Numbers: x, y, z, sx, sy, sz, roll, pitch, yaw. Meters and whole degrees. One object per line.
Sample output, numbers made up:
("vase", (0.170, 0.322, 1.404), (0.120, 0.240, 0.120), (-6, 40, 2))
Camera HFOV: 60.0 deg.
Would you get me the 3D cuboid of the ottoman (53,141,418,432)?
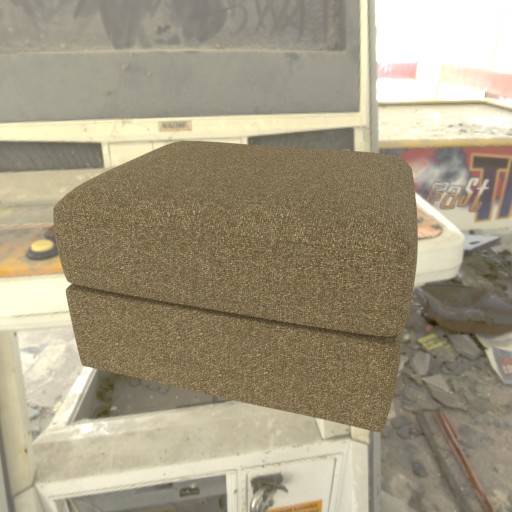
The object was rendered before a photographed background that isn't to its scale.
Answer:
("ottoman", (0.000, 0.000, 1.123), (0.742, 0.476, 0.598), (8, 27, 15))
